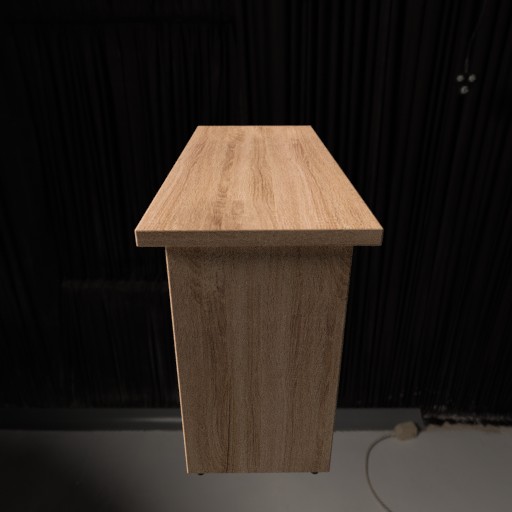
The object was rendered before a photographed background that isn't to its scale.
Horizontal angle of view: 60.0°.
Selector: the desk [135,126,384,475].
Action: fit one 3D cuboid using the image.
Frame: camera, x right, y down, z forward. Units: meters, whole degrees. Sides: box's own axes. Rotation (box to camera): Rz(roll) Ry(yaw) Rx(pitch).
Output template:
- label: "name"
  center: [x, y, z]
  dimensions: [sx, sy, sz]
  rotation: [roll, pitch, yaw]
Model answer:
- label: "desk"
  center: [0.000, 0.000, 1.635]
  dimensions: [0.500, 0.750, 1.300]
  rotation: [0, 26, -1]
